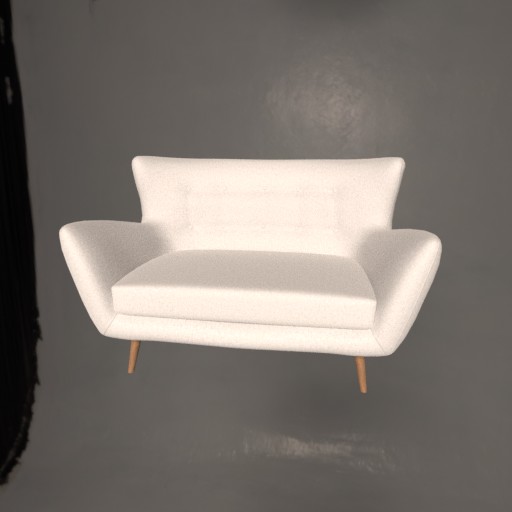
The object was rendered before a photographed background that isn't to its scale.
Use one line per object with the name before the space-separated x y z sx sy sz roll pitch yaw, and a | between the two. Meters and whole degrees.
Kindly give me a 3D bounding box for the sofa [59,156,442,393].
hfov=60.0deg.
sofa | 0.000 0.000 2.037 1.424 0.878 0.921 2 15 9
